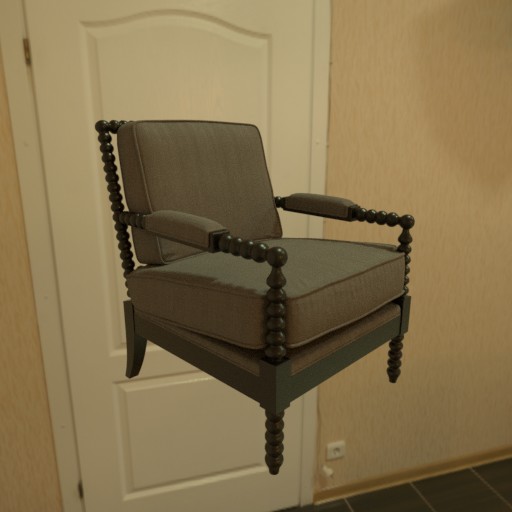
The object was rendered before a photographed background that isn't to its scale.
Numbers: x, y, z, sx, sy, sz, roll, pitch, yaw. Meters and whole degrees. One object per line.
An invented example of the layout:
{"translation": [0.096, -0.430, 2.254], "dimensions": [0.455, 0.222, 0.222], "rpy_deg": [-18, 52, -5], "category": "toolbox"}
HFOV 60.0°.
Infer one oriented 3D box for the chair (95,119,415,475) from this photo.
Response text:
{"translation": [0.000, 0.000, 1.106], "dimensions": [0.622, 0.661, 0.540], "rpy_deg": [14, 20, 43], "category": "chair"}
